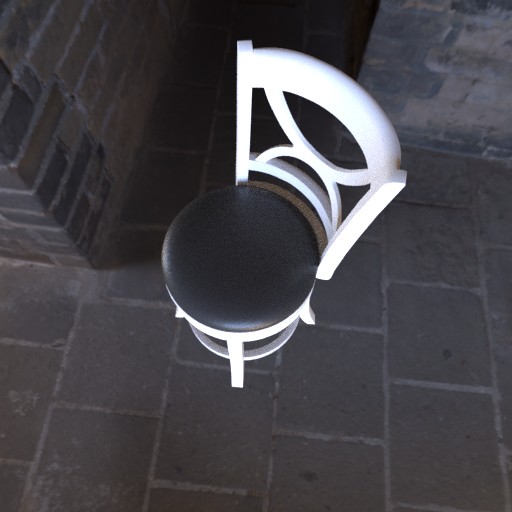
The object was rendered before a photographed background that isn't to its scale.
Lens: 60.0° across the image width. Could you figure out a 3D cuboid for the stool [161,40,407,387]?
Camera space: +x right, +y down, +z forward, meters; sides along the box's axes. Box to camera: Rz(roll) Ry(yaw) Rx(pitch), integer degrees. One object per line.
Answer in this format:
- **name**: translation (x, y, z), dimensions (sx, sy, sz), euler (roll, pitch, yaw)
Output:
- **stool**: translation (0.000, 0.000, 1.216), dimensions (0.508, 0.953, 0.444), euler (-38, 72, -15)
